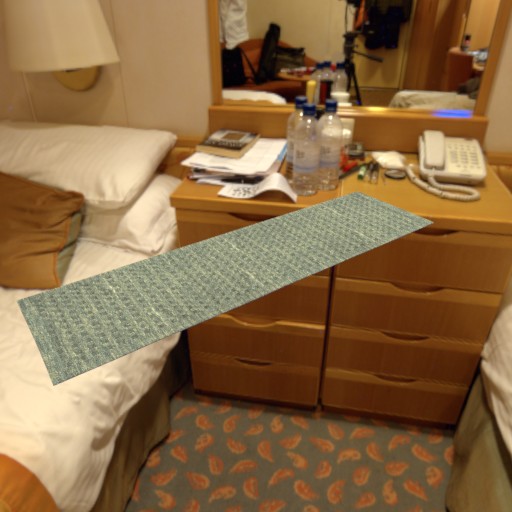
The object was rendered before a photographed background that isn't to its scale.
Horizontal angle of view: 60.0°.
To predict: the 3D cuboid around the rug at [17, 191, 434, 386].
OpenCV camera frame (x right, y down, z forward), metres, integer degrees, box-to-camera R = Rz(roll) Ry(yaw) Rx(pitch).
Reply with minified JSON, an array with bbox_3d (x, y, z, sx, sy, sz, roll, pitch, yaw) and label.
[{"bbox_3d":[0.000,0.000,2.582,2.443,0.008,0.688,-20,36,-30],"label":"rug"}]
